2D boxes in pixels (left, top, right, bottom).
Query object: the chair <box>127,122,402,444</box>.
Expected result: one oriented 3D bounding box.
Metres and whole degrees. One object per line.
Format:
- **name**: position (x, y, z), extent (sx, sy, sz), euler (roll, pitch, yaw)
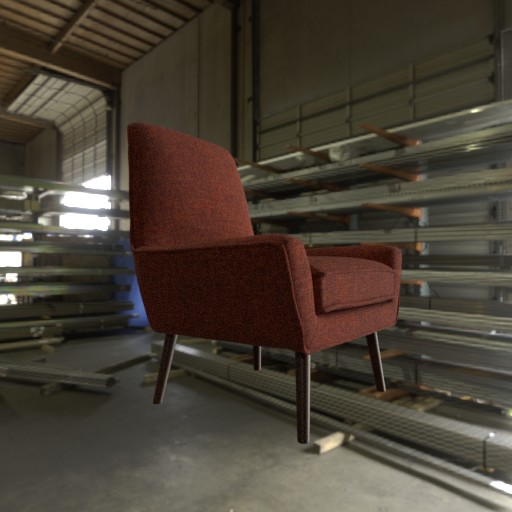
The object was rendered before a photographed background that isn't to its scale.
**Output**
- **chair**: position (0.000, 0.000, 1.486), extent (0.784, 0.911, 0.803), euler (-1, -1, 36)
